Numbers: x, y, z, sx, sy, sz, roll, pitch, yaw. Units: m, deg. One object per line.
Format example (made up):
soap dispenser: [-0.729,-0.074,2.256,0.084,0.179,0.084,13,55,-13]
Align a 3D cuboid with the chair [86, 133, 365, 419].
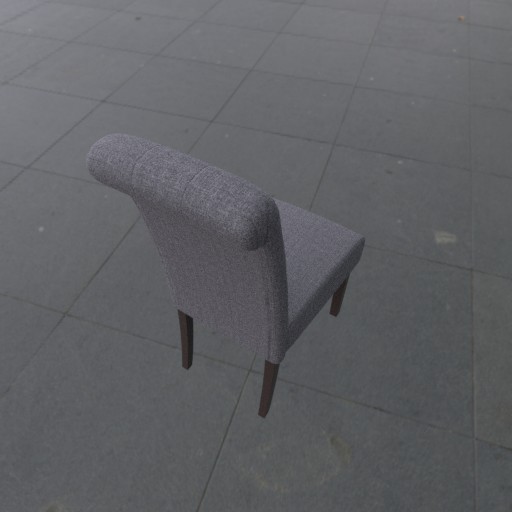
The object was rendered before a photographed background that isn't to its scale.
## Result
chair: [0.000,0.000,1.338,0.456,1.006,0.671,25,52,22]
